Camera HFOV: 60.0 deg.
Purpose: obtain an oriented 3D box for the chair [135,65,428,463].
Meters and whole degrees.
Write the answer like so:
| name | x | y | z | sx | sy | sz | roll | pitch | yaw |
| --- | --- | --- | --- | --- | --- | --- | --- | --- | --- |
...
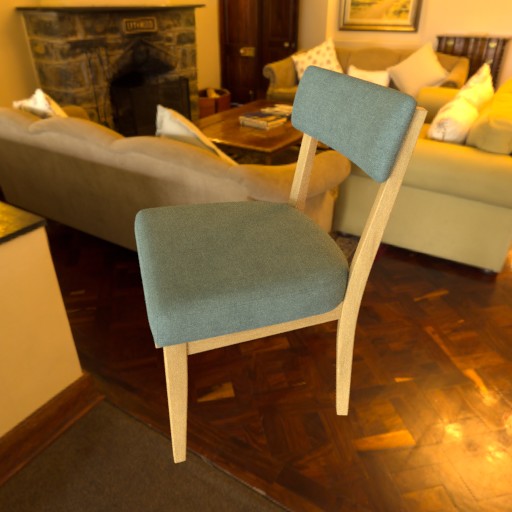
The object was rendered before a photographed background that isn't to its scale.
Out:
| name | x | y | z | sx | sy | sz | roll | pitch | yaw |
| --- | --- | --- | --- | --- | --- | --- | --- | --- | --- |
| chair | 0.000 | 0.000 | 1.129 | 0.572 | 0.832 | 0.508 | -9 | 31 | -15 |
